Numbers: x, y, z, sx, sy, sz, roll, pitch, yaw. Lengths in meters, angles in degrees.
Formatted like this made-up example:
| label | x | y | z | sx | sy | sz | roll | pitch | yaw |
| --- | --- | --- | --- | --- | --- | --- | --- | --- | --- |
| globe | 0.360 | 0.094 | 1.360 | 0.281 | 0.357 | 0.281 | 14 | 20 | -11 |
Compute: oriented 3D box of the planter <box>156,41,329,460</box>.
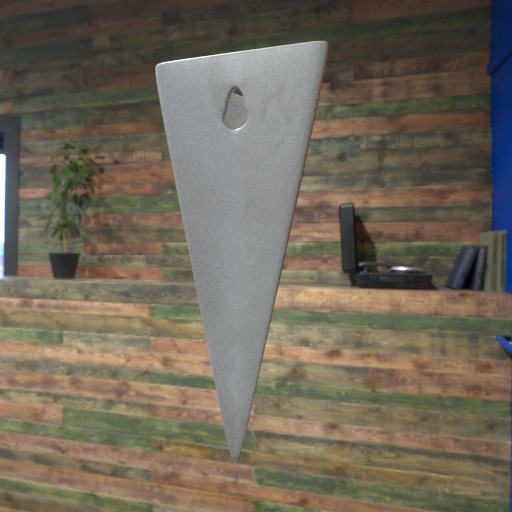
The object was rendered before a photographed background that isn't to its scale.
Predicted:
| label | x | y | z | sx | sy | sz | roll | pitch | yaw |
| --- | --- | --- | --- | --- | --- | --- | --- | --- | --- |
| planter | 0.000 | 0.000 | 0.162 | 0.058 | 0.130 | 0.047 | 0 | 0 | 17 |
